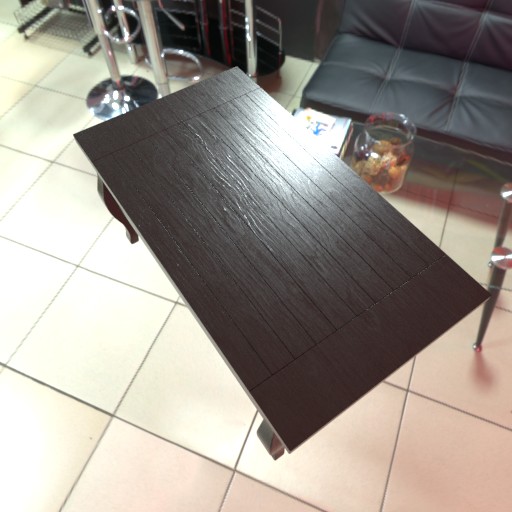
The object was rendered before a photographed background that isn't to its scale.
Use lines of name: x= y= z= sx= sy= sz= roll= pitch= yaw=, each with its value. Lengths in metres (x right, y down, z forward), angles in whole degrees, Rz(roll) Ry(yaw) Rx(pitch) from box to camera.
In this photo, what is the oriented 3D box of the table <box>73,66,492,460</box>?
table: x=0.000 y=0.000 z=1.372 sx=0.600 sy=0.494 sz=1.062 roll=-30 pitch=62 yaw=-18
